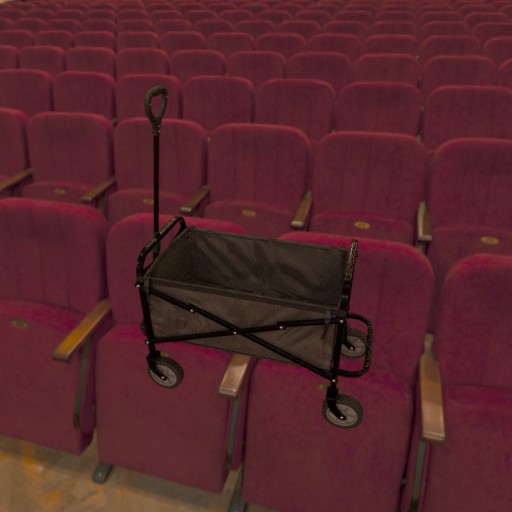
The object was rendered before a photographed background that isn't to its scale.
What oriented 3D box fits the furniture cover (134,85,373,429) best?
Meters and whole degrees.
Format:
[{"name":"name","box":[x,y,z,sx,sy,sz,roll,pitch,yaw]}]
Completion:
[{"name":"furniture cover","box":[0.000,0.000,1.834,1.038,1.295,0.532,8,32,13]}]
